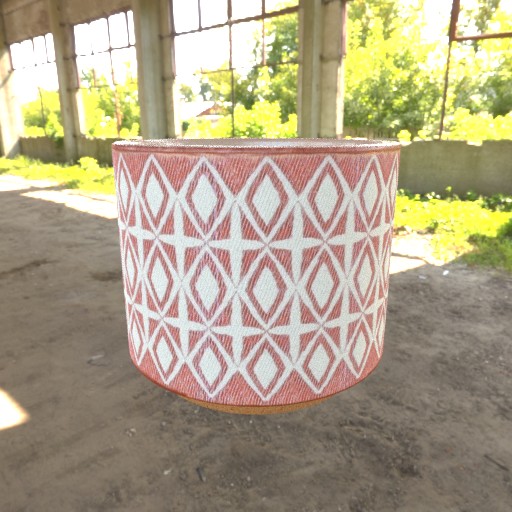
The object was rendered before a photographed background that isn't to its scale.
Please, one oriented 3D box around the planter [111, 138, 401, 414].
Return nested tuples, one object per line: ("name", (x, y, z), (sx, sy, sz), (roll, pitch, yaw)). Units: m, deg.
("planter", (0.000, 0.000, 0.470), (0.273, 0.237, 0.273), (0, 16, 0))
